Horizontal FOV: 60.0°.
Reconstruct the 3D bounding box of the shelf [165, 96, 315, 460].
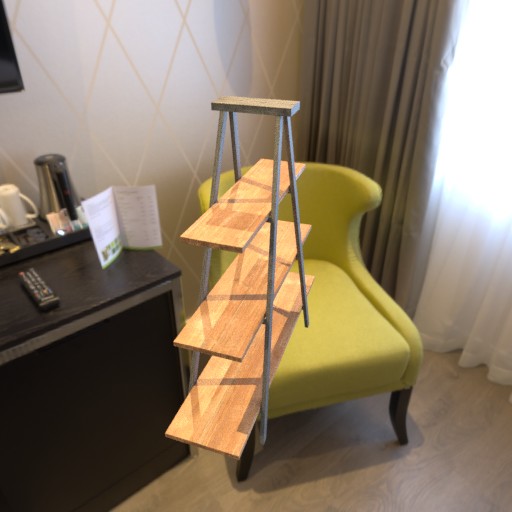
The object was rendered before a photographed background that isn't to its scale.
[{"bbox_3d":[0.000,0.000,2.680,0.508,1.808,1.746,10,32,16],"label":"shelf"}]
